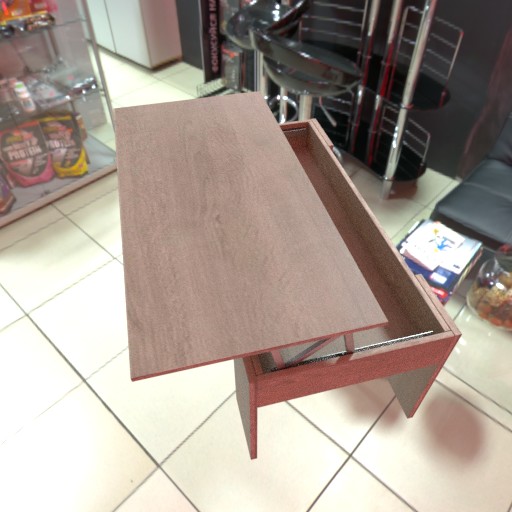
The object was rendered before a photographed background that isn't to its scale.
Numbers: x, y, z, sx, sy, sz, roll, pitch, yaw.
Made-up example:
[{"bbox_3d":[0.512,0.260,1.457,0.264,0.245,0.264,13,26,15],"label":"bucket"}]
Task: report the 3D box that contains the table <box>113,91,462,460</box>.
[{"bbox_3d":[0.000,0.000,1.383,0.711,0.570,1.000,-10,47,-10],"label":"table"}]
